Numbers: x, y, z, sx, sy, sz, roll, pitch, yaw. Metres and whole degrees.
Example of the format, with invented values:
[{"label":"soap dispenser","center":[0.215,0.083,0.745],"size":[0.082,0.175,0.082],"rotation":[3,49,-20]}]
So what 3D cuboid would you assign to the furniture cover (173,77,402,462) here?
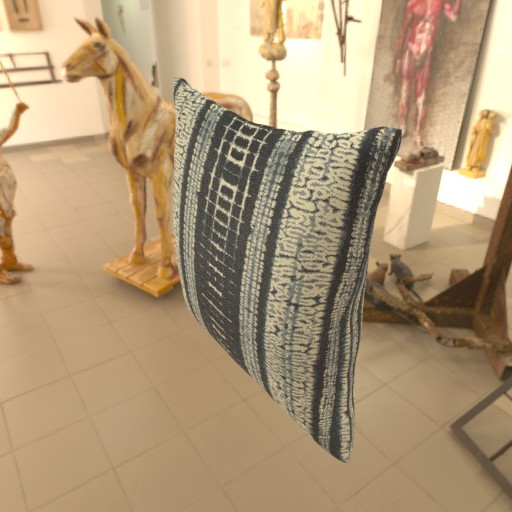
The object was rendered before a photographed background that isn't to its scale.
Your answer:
[{"label":"furniture cover","center":[0.000,0.000,0.629],"size":[0.133,0.435,0.425],"rotation":[-19,34,-31]}]
